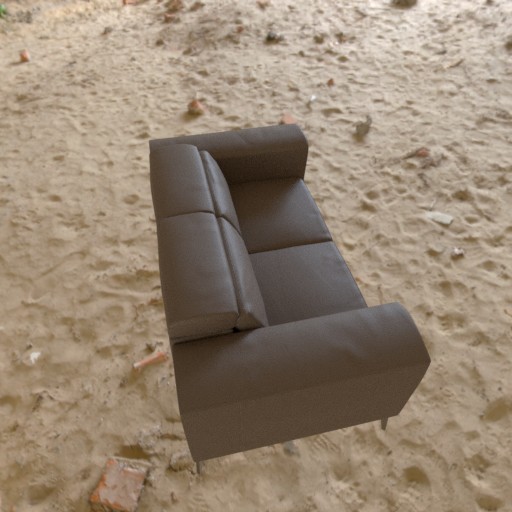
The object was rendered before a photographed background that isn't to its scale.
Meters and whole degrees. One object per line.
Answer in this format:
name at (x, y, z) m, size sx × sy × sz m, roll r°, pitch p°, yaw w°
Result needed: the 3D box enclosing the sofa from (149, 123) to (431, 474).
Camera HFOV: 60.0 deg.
sofa at (0.000, 0.000, 2.436) m, size 1.003 × 0.779 × 1.895 m, roll -9°, pitch 46°, yaw -9°
